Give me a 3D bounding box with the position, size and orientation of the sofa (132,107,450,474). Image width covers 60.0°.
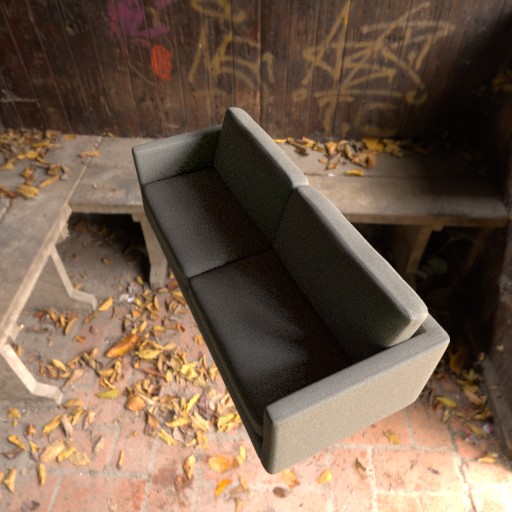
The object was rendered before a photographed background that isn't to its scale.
[{"bbox_3d":[0.000,0.000,2.748,0.956,0.963,2.208,-19,50,-17],"label":"sofa"}]
